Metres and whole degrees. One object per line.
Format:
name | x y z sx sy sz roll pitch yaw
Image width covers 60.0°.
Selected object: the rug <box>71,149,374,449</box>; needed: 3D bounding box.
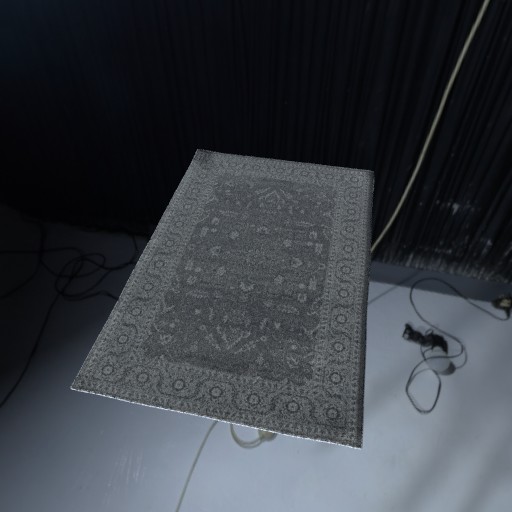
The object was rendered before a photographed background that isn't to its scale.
rug | 0.000 0.000 2.382 1.209 0.019 1.828 9 47 8
